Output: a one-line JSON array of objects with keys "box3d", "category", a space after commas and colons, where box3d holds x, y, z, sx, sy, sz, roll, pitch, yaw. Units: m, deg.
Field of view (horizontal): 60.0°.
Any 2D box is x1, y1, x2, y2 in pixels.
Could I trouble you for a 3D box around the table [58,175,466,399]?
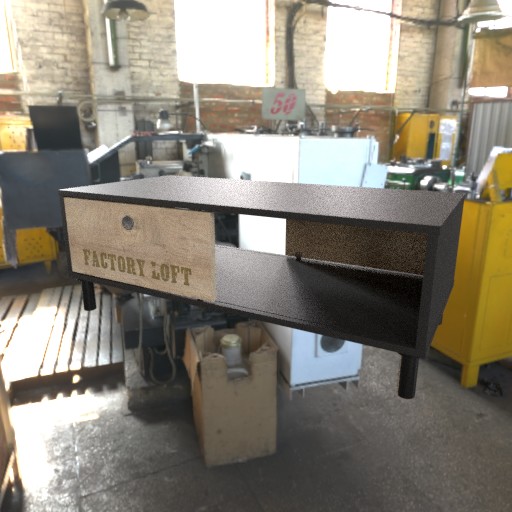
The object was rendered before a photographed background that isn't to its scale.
[{"box3d": [0.000, 0.000, 1.378, 1.100, 0.400, 0.550, 9, 18, 28], "category": "table"}]
